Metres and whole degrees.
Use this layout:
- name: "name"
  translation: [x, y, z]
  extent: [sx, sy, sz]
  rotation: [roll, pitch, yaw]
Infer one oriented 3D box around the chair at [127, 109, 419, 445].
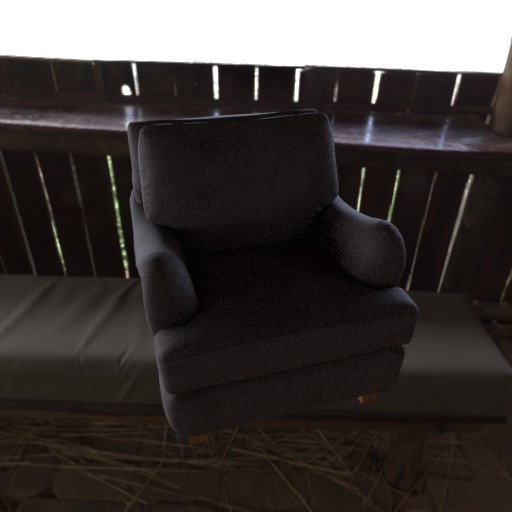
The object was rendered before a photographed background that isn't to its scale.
- name: "chair"
  translation: [0.000, 0.000, 1.840]
  extent: [0.955, 0.997, 1.070]
  rotation: [-9, 33, -14]
